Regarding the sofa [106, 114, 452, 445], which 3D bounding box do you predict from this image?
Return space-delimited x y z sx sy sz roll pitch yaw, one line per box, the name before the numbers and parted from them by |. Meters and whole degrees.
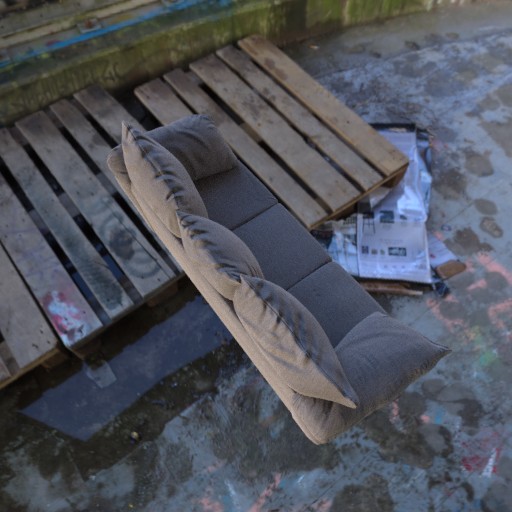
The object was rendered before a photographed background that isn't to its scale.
sofa | 0.000 0.000 2.897 0.927 1.043 2.390 -33 65 -18
